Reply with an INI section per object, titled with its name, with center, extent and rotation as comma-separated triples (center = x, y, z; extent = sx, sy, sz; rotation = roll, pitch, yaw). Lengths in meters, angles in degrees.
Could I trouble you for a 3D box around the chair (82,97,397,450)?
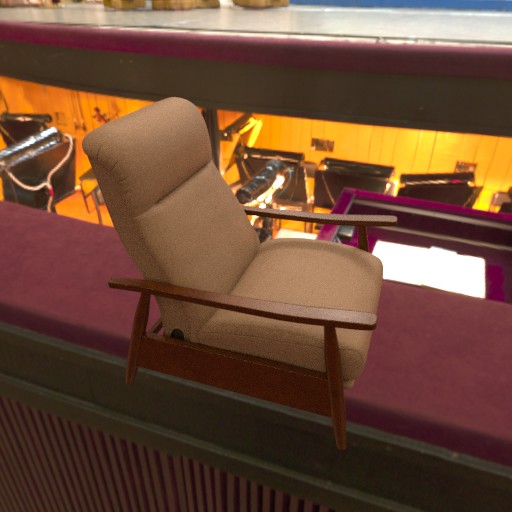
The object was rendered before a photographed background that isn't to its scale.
[chair]
center = 0.000, 0.000, 1.805
extent = 1.030, 1.082, 0.762
rotation = 11, 34, 17
